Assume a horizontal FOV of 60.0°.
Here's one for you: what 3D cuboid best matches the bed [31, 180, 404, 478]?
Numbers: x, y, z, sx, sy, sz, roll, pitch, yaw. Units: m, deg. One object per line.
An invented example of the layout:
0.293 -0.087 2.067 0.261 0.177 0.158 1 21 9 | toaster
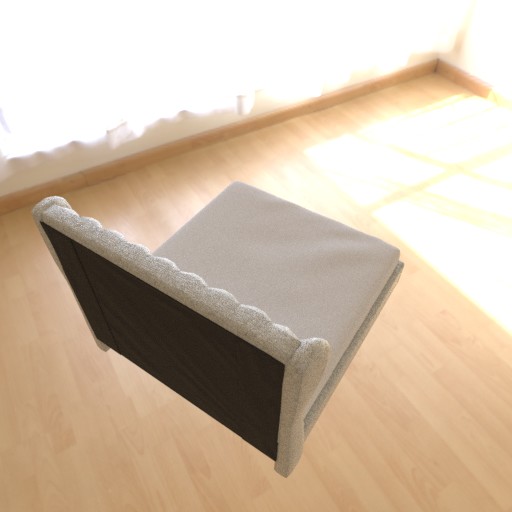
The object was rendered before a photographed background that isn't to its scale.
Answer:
0.000 0.000 3.880 2.219 1.771 2.347 26 53 22 | bed
